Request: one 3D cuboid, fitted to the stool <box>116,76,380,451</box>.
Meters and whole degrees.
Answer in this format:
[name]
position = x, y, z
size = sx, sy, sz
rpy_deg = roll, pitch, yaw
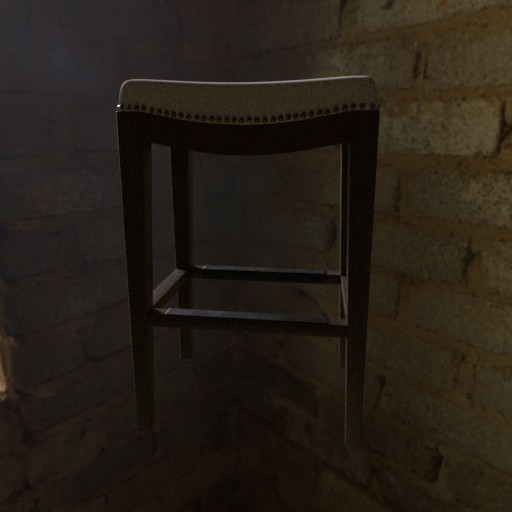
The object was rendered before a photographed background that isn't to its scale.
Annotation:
[stool]
position = 0.000, 0.000, 1.047
size = 0.498, 0.759, 0.358
rpy_deg = 2, 16, 8
